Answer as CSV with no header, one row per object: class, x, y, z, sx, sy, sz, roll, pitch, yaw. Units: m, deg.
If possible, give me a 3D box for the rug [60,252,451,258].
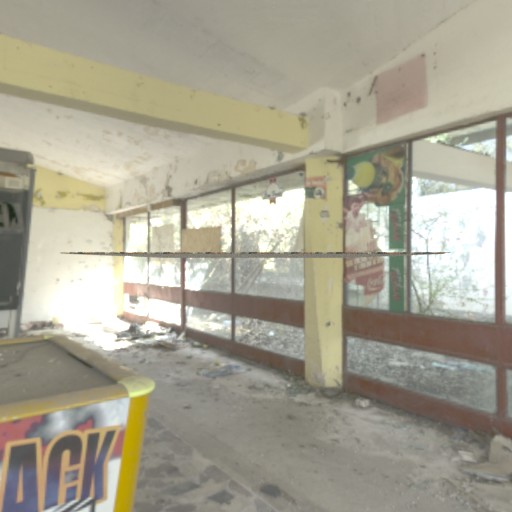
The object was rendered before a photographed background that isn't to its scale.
rug,0.000,0.000,3.530,1.971,0.010,2.651,0,-1,0
